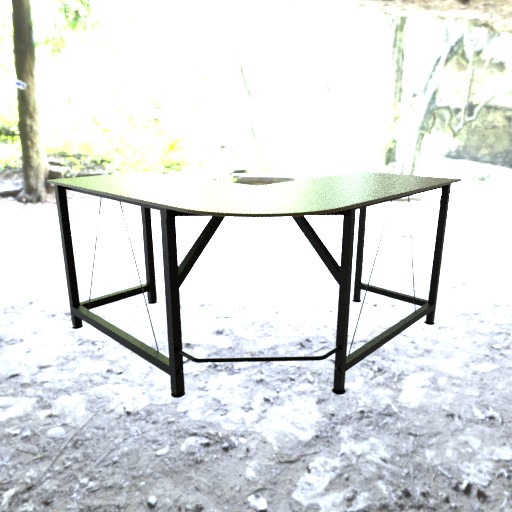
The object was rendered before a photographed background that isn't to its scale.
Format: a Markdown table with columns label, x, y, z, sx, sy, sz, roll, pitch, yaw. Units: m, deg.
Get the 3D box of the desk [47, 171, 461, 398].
| label | x | y | z | sx | sy | sz | roll | pitch | yaw |
| --- | --- | --- | --- | --- | --- | --- | --- | --- | --- |
| desk | 0.000 | 0.000 | 2.224 | 1.400 | 0.762 | 1.400 | 15 | 23 | 41 |
